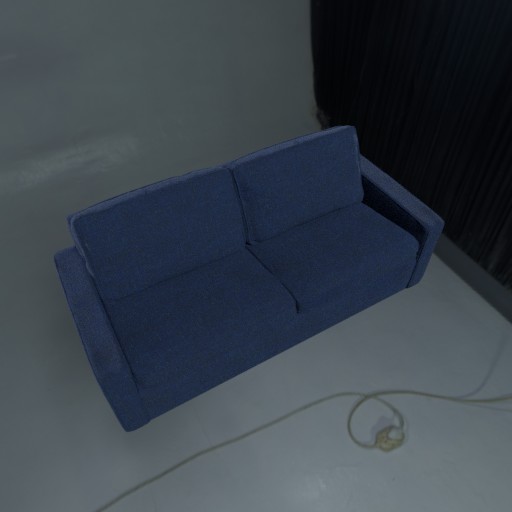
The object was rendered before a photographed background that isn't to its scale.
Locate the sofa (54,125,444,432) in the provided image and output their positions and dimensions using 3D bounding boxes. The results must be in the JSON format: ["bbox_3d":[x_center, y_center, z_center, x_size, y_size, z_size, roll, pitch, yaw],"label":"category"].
[{"bbox_3d":[0.000,0.000,2.598,2.080,0.919,0.940,-23,51,-20],"label":"sofa"}]
